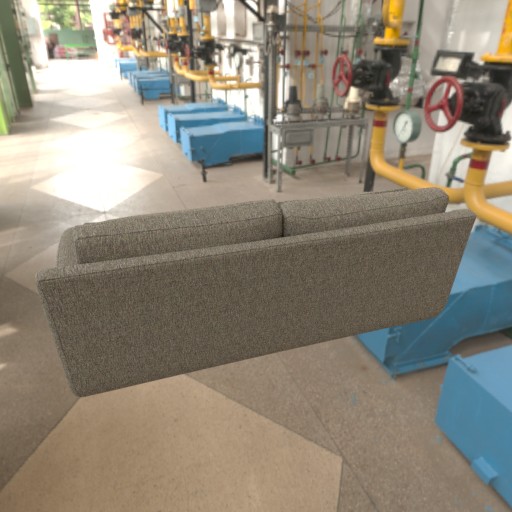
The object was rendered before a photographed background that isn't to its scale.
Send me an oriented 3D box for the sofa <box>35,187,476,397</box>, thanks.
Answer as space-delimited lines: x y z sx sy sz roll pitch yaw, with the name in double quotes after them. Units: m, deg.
0.000 0.000 2.871 2.418 0.998 1.103 -9 28 -17 "sofa"
